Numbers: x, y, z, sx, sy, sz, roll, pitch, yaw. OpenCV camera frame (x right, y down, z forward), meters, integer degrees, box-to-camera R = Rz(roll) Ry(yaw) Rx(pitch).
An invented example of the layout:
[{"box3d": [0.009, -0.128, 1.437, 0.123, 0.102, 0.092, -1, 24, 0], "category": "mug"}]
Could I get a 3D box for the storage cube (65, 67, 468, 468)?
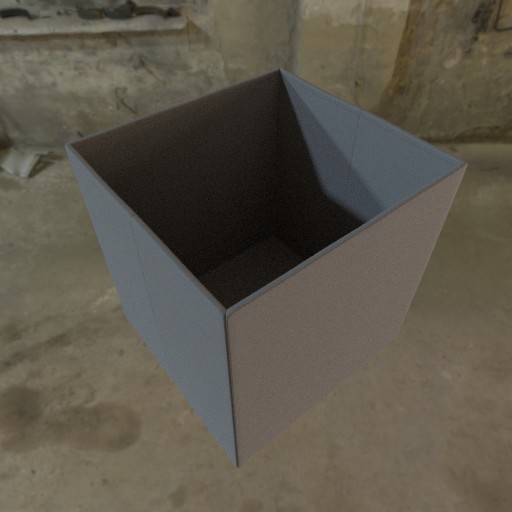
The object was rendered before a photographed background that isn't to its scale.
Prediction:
[{"box3d": [0.000, 0.000, 0.502, 0.270, 0.280, 0.270, -30, 53, -26], "category": "storage cube"}]
